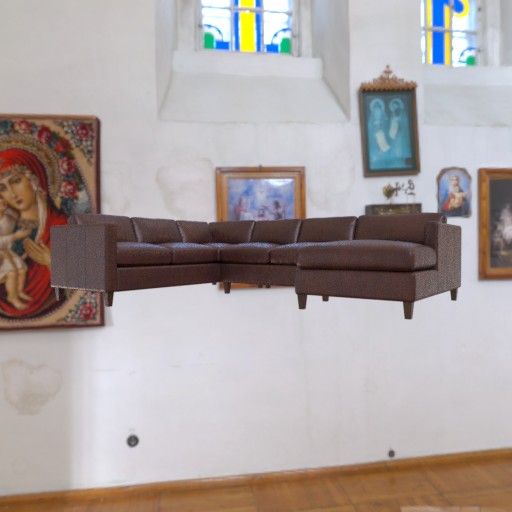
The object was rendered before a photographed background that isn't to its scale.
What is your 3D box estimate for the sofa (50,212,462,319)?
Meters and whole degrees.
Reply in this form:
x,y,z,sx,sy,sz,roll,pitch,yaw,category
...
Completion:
x,y,z,sx,sy,sz,roll,pitch,yaw,category
0.000,0.000,4.436,3.324,0.891,2.452,1,1,36,sofa
